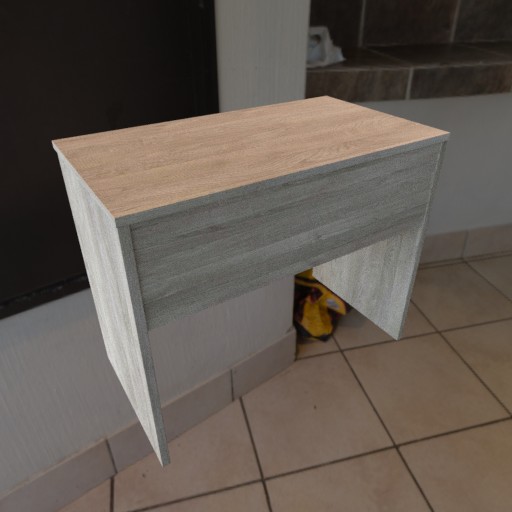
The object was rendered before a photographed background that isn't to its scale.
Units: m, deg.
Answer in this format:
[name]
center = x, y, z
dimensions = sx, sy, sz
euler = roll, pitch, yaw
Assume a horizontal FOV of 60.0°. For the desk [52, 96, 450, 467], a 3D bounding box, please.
[desk]
center = 0.000, 0.000, 1.328
dimensions = 0.893, 0.724, 0.498
euler = -19, 37, -27
